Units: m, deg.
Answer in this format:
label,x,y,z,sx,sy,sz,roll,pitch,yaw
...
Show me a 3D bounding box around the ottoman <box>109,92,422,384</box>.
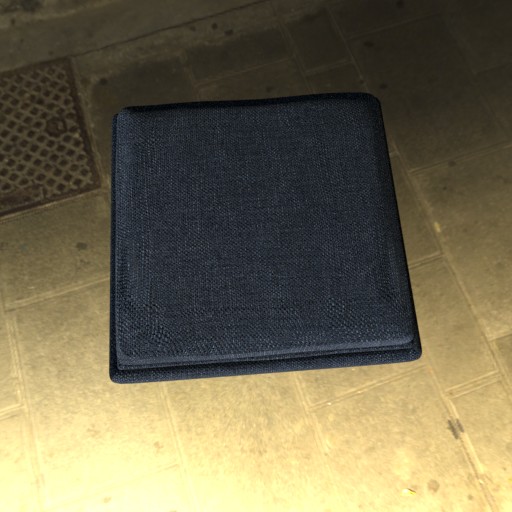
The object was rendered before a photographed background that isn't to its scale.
label,x,y,z,sx,sy,sz,roll,pitch,yaw
ottoman,0.000,0.000,0.849,0.454,0.493,0.436,-4,75,-1
